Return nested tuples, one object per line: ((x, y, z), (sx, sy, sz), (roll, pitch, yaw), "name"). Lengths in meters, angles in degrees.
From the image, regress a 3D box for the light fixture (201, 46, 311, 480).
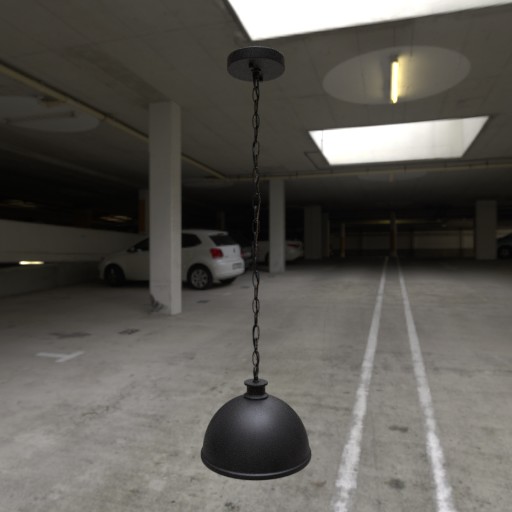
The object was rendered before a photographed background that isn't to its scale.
((0.000, 0.000, 1.228), (0.304, 1.090, 0.304), (0, 0, 17), "light fixture")
